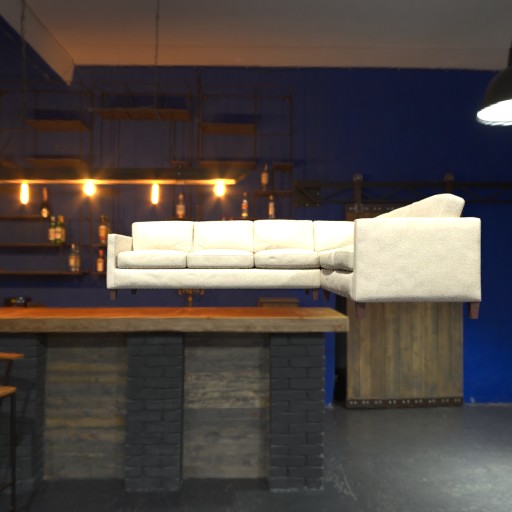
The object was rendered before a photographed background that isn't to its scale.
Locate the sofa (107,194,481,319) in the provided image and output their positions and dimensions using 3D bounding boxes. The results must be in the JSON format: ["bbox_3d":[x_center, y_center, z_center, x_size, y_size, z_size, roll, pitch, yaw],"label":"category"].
[{"bbox_3d":[0.000,0.000,4.466,3.302,0.947,2.593,0,-1,0],"label":"sofa"}]
